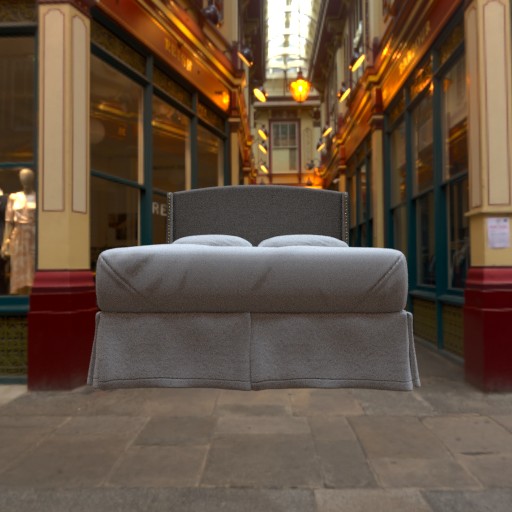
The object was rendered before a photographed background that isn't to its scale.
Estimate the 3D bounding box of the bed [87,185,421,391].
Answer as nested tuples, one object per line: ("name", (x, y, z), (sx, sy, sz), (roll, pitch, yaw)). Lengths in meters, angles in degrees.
("bed", (0.000, 0.000, 3.264), (1.710, 1.407, 2.237), (0, -1, 1))
